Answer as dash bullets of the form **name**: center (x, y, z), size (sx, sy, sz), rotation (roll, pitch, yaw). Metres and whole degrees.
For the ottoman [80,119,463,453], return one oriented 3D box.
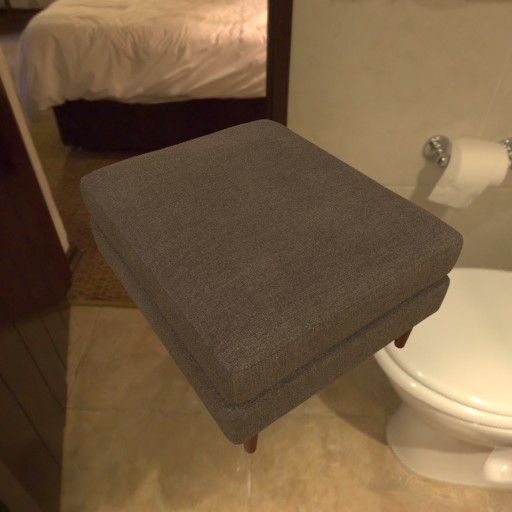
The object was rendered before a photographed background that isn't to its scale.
- **ottoman**: center (0.000, 0.000, 1.277), size (0.693, 0.474, 0.821), rotation (-25, 47, -26)
